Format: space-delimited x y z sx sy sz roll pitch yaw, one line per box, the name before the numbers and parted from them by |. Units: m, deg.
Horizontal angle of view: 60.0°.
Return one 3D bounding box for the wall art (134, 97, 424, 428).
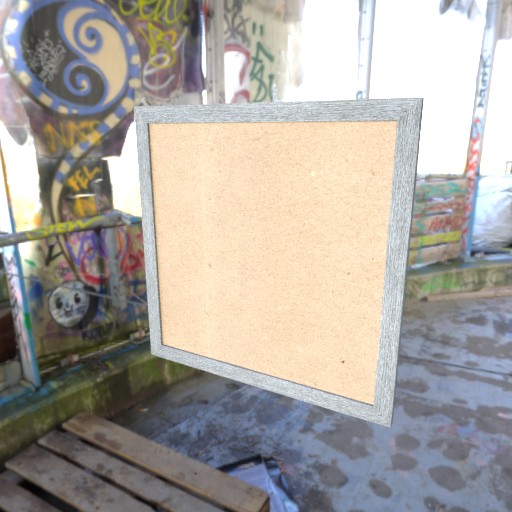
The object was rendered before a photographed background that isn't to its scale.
wall art | 0.000 0.000 1.045 0.685 0.685 0.020 9 18 28
